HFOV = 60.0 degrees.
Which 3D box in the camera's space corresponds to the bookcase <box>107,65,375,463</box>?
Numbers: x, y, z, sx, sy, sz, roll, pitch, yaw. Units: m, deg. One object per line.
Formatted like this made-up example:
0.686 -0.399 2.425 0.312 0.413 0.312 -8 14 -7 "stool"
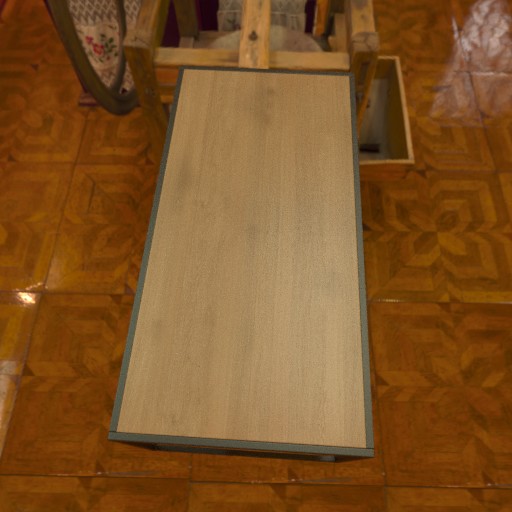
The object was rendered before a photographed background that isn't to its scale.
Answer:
0.000 0.000 1.223 0.500 0.400 1.000 3 64 2 "bookcase"
